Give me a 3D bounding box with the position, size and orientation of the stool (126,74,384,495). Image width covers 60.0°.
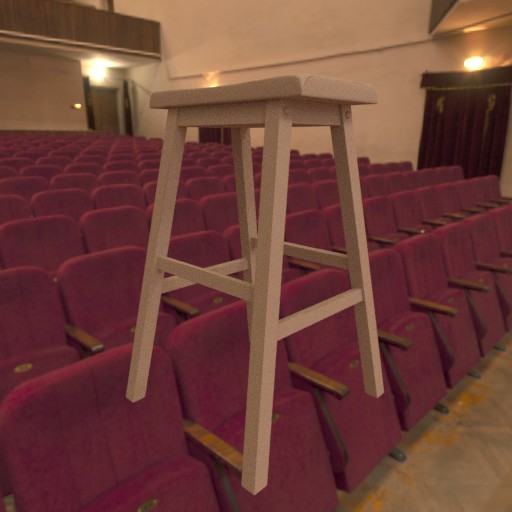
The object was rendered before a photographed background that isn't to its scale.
[{"bbox_3d":[0.000,0.000,1.037,0.457,0.737,0.476,14,20,43],"label":"stool"}]
